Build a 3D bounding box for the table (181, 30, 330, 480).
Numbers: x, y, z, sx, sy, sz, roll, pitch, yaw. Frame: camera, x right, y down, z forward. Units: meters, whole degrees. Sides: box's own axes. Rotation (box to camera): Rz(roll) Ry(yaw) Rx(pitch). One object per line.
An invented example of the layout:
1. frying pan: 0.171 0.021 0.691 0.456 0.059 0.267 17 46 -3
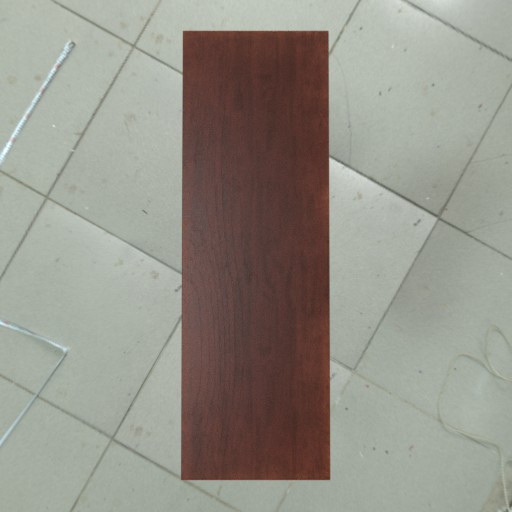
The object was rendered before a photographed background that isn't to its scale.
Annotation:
1. table: 0.000 0.000 1.537 0.392 0.739 1.188 0 89 0
